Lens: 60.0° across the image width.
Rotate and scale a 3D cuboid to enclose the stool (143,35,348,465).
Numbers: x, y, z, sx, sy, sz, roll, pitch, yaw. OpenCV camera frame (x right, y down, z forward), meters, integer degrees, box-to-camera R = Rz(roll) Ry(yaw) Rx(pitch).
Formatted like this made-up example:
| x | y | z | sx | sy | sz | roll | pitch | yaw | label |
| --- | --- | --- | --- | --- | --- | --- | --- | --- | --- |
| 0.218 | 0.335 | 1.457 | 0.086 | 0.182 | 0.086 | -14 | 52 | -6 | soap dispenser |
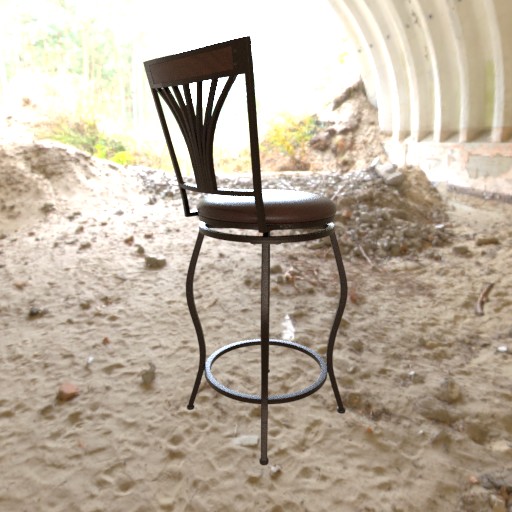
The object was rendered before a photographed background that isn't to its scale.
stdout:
| x | y | z | sx | sy | sz | roll | pitch | yaw | label |
| --- | --- | --- | --- | --- | --- | --- | --- | --- | --- |
| 0.000 | 0.000 | 1.367 | 0.514 | 1.117 | 0.433 | -13 | 19 | -41 | stool |
